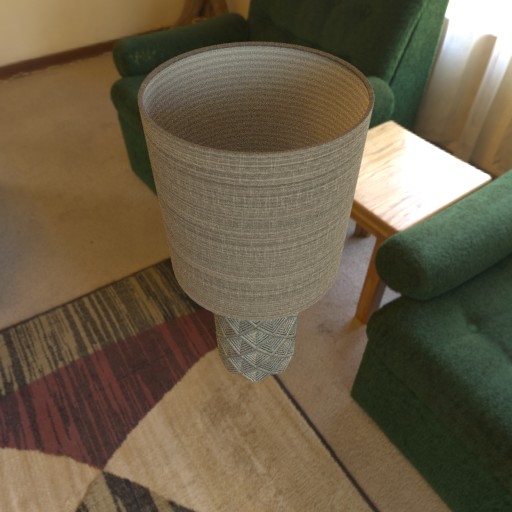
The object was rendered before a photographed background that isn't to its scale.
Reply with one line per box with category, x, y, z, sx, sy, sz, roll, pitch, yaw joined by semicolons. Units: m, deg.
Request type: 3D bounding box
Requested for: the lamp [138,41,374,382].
lamp;0.000;0.000;0.717;0.268;0.566;0.269;30;54;25
